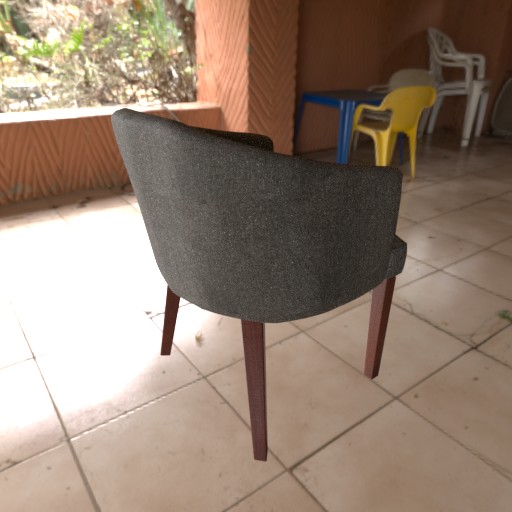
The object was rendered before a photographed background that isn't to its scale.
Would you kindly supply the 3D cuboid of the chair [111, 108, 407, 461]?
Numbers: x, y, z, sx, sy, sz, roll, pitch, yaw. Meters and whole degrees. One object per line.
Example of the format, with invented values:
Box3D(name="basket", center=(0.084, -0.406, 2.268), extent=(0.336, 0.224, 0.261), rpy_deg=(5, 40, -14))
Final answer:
Box3D(name="chair", center=(0.000, 0.000, 1.218), extent=(0.655, 0.811, 0.583), rpy_deg=(-18, 31, -33))
